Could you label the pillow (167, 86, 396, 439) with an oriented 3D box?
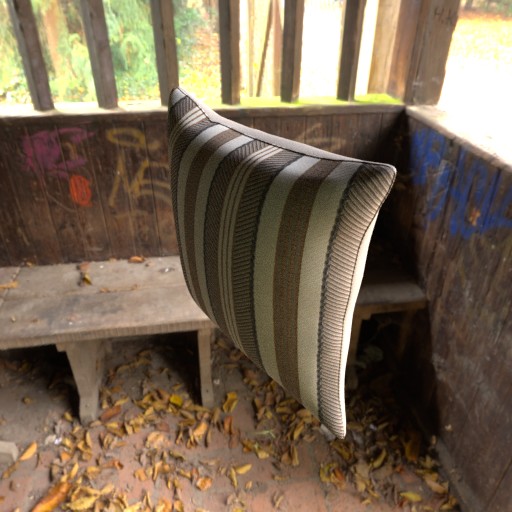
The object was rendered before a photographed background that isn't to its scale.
[{"bbox_3d":[0.000,0.000,0.643,0.173,0.401,0.416,-22,39,-30],"label":"pillow"}]
